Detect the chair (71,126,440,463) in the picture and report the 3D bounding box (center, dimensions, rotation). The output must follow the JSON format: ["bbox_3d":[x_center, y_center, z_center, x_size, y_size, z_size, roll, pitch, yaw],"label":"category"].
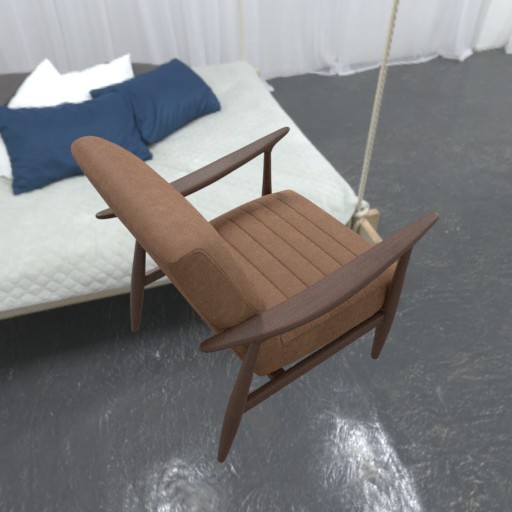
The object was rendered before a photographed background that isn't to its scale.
[{"bbox_3d":[0.000,0.000,1.404,0.798,0.832,0.741,-26,48,-26],"label":"chair"}]
